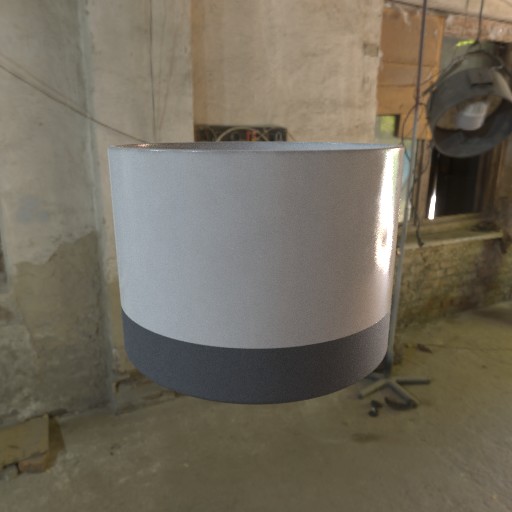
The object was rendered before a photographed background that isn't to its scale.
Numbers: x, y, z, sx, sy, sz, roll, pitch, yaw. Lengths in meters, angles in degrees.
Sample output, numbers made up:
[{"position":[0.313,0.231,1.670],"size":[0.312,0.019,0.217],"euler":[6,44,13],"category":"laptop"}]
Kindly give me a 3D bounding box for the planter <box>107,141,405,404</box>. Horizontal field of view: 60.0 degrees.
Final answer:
[{"position":[0.000,0.000,0.215],"size":[0.128,0.105,0.128],"euler":[0,16,0],"category":"planter"}]
